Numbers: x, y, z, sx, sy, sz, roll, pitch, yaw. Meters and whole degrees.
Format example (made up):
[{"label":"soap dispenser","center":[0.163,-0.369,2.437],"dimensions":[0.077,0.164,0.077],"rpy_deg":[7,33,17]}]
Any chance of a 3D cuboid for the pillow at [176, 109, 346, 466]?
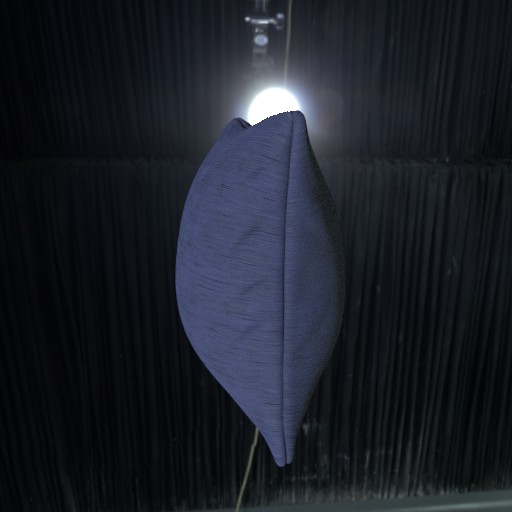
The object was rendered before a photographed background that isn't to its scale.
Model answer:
[{"label":"pillow","center":[0.000,0.000,0.679],"dimensions":[0.246,0.414,0.432],"rpy_deg":[-3,16,-10]}]
